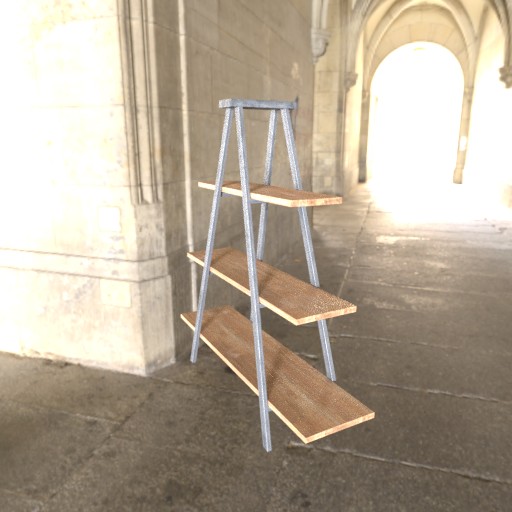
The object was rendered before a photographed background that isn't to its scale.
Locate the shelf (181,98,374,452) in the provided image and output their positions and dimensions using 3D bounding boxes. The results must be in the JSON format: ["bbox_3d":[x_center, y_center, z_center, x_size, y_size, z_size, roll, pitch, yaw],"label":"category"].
[{"bbox_3d":[0.000,0.000,2.734,0.508,1.808,1.746,-8,16,-27],"label":"shelf"}]
